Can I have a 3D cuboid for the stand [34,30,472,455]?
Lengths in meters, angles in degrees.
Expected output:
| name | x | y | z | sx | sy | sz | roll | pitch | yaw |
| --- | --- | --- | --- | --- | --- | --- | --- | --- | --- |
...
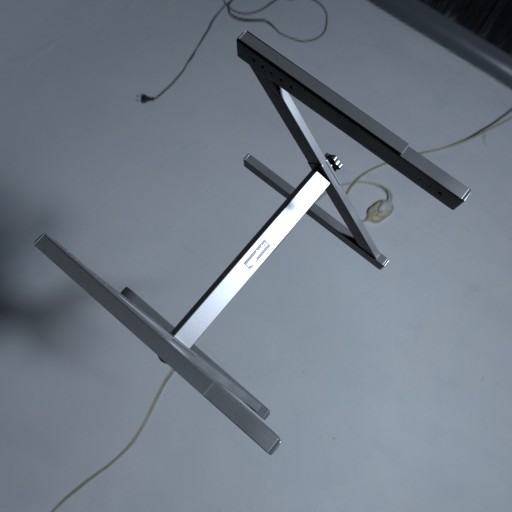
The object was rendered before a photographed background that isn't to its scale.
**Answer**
| name | x | y | z | sx | sy | sz | roll | pitch | yaw |
| --- | --- | --- | --- | --- | --- | --- | --- | --- | --- |
| stand | 0.000 | 0.000 | 1.144 | 0.586 | 0.617 | 0.700 | 39 | 79 | 9 |
